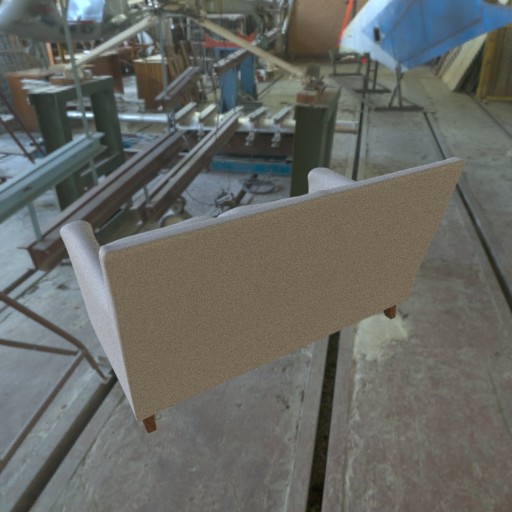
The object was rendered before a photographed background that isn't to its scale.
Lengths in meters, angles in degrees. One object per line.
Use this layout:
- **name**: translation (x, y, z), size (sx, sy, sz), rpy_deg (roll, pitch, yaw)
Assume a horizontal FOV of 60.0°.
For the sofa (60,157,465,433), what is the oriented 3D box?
- **sofa**: translation (0.000, 0.000, 2.006), size (1.482, 0.890, 0.888), rpy_deg (-17, 34, -28)
